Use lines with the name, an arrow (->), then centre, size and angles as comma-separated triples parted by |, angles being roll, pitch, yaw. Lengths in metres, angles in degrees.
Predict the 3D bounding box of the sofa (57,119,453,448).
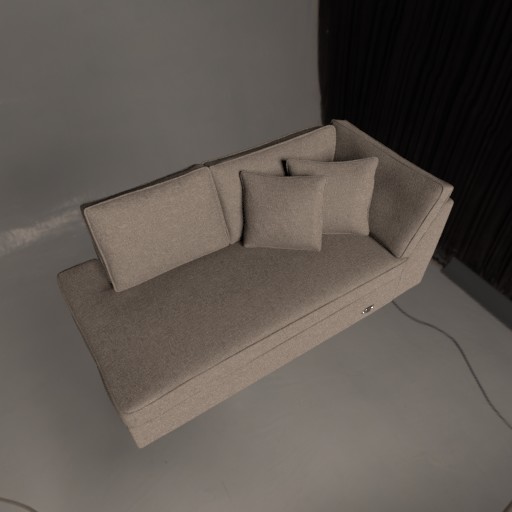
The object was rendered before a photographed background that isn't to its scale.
sofa -> 0.000, 0.000, 2.798 | 2.237, 1.033, 1.110 | -25, 51, -22
